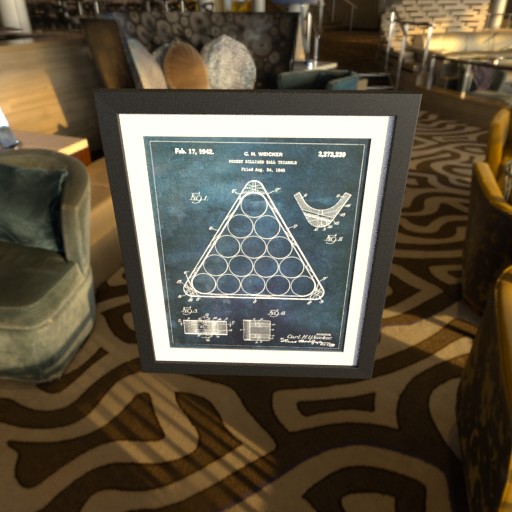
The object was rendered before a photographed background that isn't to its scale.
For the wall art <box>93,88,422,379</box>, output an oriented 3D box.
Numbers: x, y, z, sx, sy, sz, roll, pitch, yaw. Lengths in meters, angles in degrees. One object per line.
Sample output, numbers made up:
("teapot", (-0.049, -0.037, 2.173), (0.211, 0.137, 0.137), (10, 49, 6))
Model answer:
("wall art", (0.000, 0.000, 0.719), (0.432, 0.508, 0.025), (1, 30, 2))
